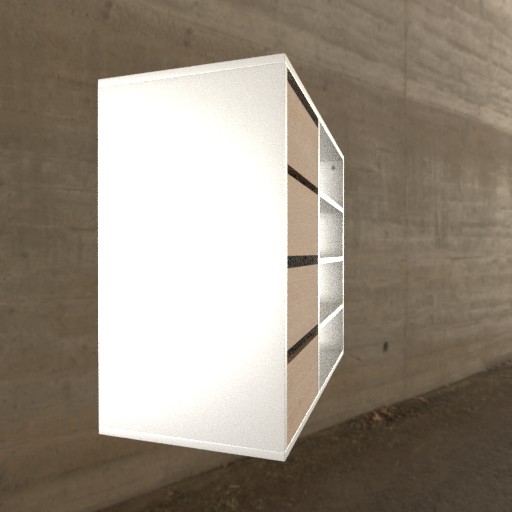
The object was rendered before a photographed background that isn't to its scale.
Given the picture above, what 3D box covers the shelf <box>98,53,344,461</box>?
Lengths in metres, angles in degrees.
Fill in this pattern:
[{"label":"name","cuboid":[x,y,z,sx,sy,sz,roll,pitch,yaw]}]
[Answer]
[{"label":"shelf","cuboid":[0.000,0.000,1.280,0.396,0.732,0.895,0,0,18]}]
